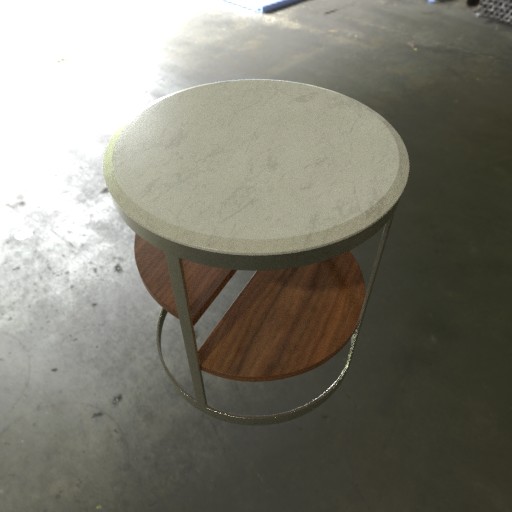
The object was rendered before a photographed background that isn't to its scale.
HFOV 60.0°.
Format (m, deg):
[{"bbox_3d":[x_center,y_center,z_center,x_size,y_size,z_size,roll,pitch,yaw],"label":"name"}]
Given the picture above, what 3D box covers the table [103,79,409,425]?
[{"bbox_3d":[0.000,0.000,0.761,0.407,0.447,0.407,0,46,0],"label":"table"}]
